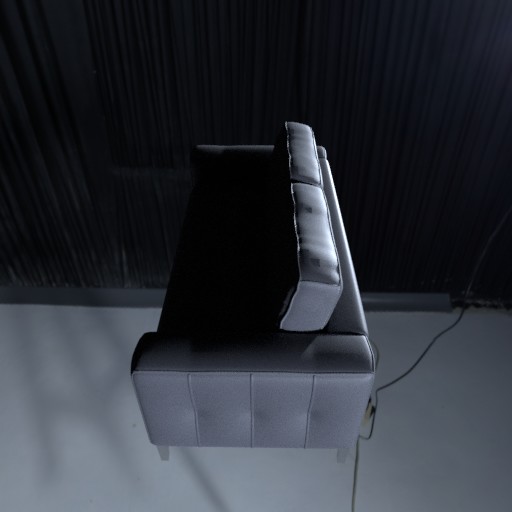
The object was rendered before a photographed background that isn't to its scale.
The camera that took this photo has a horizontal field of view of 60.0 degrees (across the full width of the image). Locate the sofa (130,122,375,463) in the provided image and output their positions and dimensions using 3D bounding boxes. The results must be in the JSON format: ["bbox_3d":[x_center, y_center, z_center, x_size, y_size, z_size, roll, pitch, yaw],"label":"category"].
[{"bbox_3d":[0.000,0.000,2.216,0.833,0.893,1.726,1,39,1],"label":"sofa"}]
